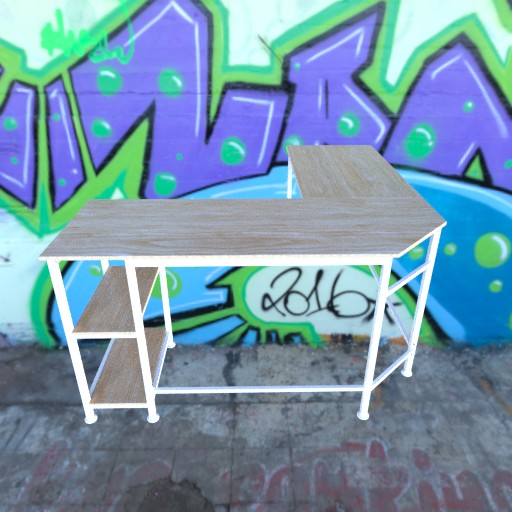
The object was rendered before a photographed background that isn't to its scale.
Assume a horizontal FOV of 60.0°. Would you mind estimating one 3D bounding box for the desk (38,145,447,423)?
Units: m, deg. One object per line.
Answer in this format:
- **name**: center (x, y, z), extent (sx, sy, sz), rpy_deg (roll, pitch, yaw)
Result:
- **desk**: center (0.000, 0.000, 2.171), extent (1.379, 0.739, 1.379), rpy_deg (0, 28, -1)
